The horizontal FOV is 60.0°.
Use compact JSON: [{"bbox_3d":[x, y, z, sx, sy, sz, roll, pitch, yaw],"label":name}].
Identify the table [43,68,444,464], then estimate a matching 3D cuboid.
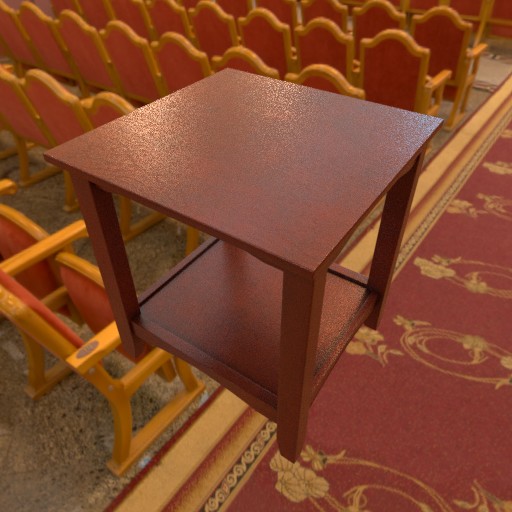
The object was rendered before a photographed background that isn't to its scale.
[{"bbox_3d":[0.000,0.000,0.953,0.523,0.558,0.522,26,47,27],"label":"table"}]
